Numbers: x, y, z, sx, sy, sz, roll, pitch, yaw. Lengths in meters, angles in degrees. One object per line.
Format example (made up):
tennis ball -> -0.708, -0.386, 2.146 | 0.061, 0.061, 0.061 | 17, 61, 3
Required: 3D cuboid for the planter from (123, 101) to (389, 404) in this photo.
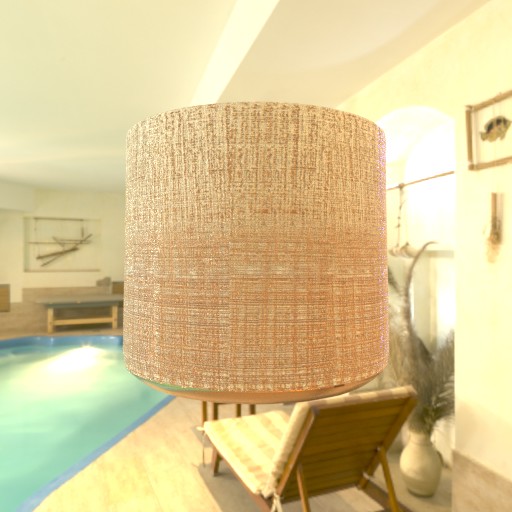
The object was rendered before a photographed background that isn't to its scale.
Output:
planter -> 0.000, 0.000, 0.189 | 0.109, 0.096, 0.109 | 0, 0, 0
